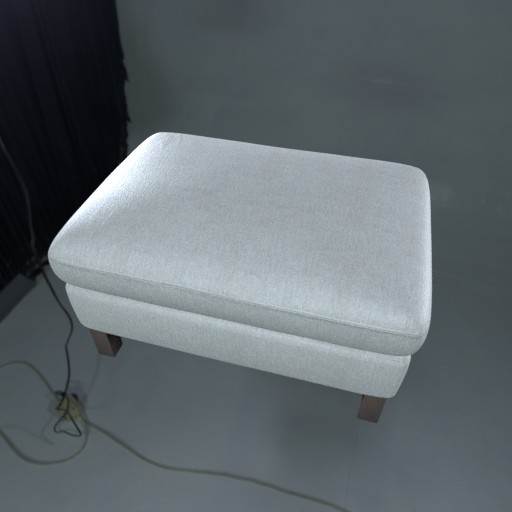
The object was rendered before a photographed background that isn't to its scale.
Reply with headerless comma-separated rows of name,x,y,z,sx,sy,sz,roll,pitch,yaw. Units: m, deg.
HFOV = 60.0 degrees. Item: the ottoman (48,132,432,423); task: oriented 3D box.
ottoman,0.000,0.000,1.047,0.735,0.404,0.528,11,44,11
